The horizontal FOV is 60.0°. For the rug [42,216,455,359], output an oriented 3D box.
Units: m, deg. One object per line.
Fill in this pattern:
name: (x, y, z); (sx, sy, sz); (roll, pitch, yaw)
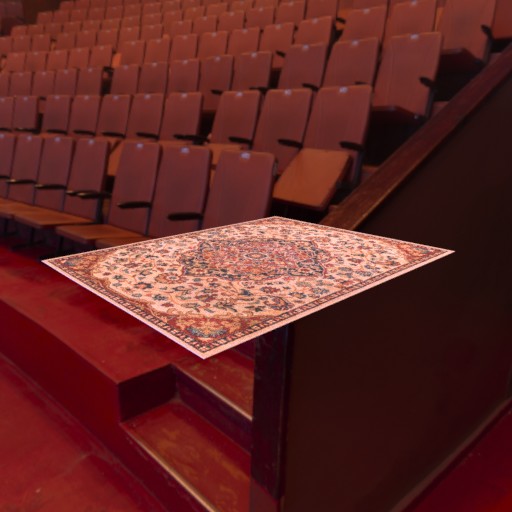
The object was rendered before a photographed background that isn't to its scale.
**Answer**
rug: (0.000, 0.000, 4.194); (3.067, 0.005, 2.454); (-15, 22, -41)
